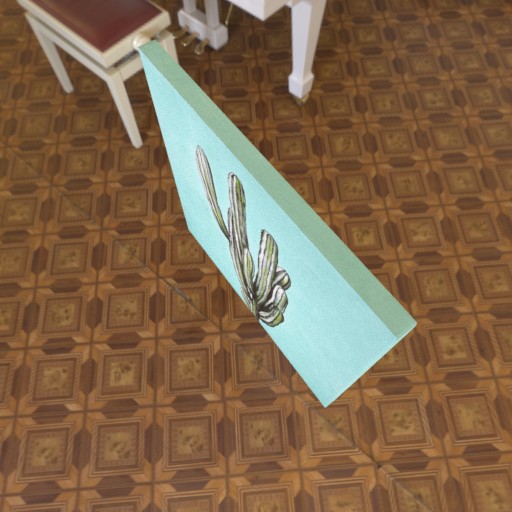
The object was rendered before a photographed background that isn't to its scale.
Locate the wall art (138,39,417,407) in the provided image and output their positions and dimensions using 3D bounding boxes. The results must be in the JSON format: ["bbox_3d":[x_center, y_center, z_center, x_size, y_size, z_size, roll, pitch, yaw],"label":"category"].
[{"bbox_3d":[0.000,0.000,1.583,0.070,1.073,1.071,-34,69,-15],"label":"wall art"}]
